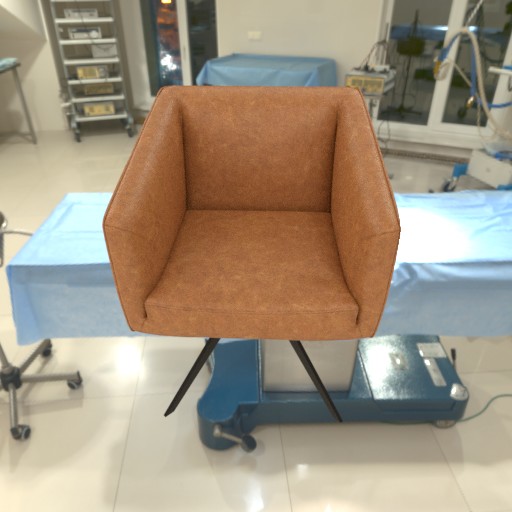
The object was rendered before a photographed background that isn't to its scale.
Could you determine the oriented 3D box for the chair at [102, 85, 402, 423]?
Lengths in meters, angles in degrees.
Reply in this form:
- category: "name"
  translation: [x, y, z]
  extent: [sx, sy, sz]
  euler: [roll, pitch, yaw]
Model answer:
- category: "chair"
  translation: [0.000, 0.000, 1.210]
  extent: [0.588, 0.760, 0.625]
  euler: [1, 32, 2]
